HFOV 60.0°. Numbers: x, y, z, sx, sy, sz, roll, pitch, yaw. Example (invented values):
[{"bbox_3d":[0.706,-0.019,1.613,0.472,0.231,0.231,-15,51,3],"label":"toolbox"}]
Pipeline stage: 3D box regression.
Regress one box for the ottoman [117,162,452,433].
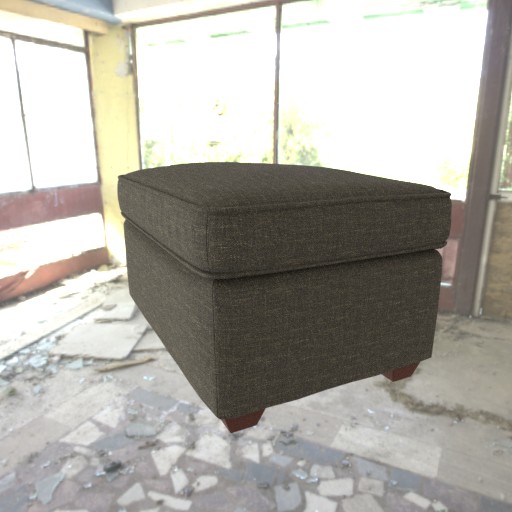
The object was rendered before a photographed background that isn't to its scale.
[{"bbox_3d":[0.000,0.000,1.113,0.549,0.450,0.749,-7,17,-26],"label":"ottoman"}]
